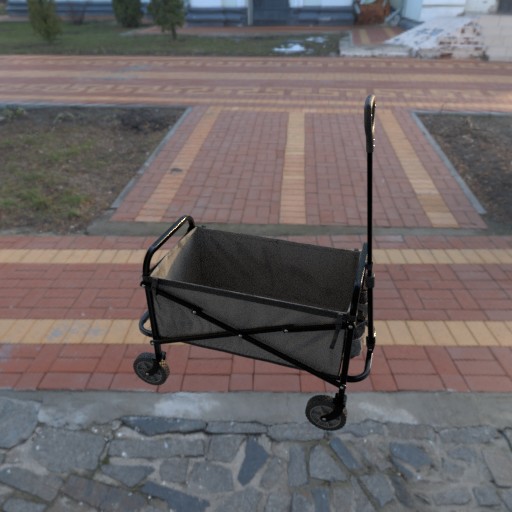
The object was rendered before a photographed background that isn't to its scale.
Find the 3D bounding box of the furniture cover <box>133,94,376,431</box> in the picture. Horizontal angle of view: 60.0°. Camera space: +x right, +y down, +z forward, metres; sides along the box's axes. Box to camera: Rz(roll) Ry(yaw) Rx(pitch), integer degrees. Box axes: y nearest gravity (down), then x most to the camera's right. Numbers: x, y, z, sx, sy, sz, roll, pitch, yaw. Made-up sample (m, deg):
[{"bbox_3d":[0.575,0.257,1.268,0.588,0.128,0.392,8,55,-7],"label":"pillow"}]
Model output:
[{"bbox_3d":[0.000,0.000,1.801,1.038,1.295,0.532,9,32,15],"label":"furniture cover"}]
